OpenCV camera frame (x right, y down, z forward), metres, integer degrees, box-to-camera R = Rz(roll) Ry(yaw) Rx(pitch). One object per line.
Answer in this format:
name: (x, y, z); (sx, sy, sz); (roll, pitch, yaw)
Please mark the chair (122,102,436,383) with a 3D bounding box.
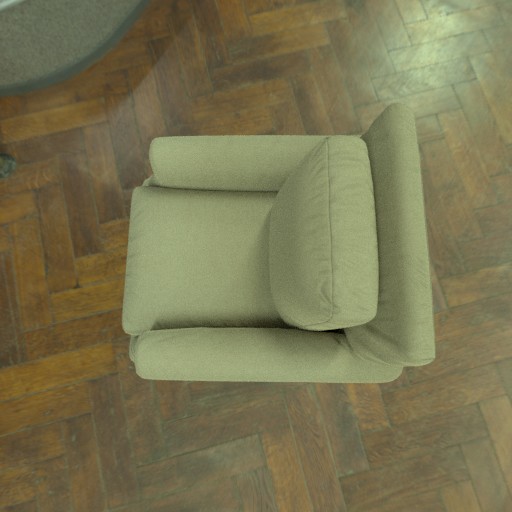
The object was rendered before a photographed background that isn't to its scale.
chair: (0.000, 0.000, 1.722); (1.066, 0.866, 0.940); (0, 76, 0)
